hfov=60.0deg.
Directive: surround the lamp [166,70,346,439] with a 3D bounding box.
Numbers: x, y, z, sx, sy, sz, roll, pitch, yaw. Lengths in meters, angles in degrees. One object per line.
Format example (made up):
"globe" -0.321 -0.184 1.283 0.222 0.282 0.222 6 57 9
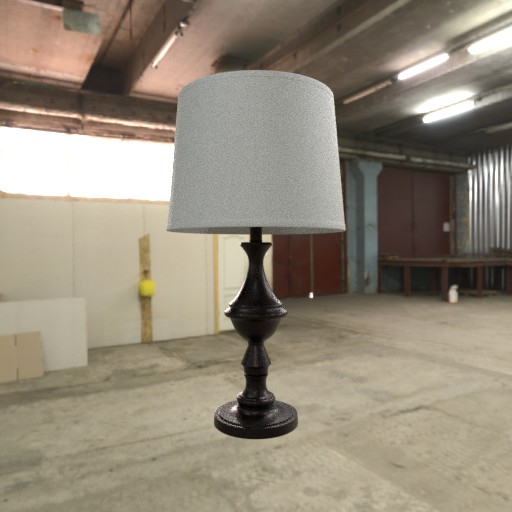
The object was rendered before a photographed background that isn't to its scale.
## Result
"lamp" 0.000 0.000 0.967 0.383 0.726 0.383 0 1 0
